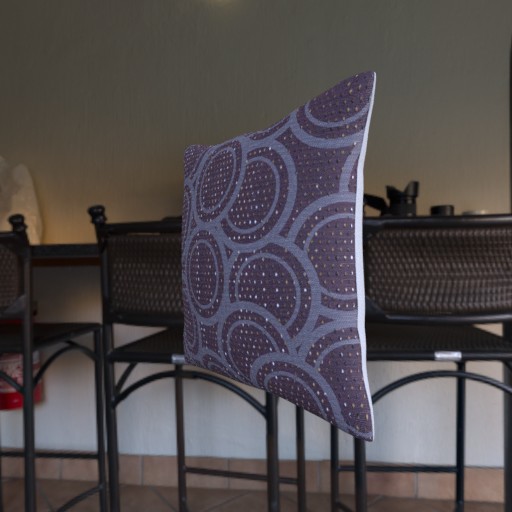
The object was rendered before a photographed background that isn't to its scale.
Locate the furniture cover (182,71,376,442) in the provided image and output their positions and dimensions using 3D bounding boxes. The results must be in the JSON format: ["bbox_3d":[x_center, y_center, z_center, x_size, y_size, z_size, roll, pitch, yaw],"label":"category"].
[{"bbox_3d":[0.000,0.000,0.825,0.193,0.509,0.552,0,0,-36],"label":"furniture cover"}]
